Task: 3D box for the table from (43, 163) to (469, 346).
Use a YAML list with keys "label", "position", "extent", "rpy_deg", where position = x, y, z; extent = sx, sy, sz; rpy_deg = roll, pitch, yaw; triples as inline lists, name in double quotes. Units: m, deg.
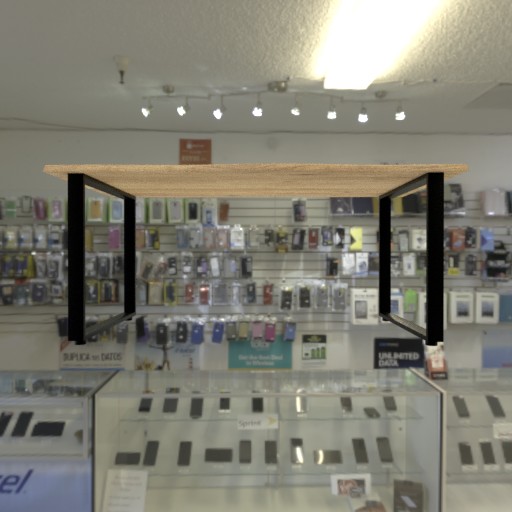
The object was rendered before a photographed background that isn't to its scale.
- label: "table"
  position: [0.000, 0.000, 2.302]
  extent: [1.800, 0.780, 0.900]
  rpy_deg: [0, 0, 1]
